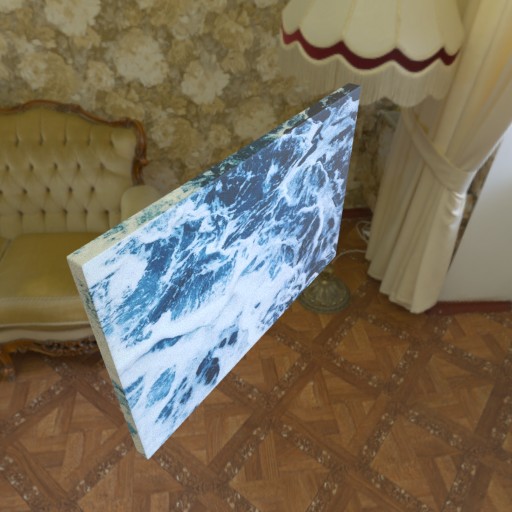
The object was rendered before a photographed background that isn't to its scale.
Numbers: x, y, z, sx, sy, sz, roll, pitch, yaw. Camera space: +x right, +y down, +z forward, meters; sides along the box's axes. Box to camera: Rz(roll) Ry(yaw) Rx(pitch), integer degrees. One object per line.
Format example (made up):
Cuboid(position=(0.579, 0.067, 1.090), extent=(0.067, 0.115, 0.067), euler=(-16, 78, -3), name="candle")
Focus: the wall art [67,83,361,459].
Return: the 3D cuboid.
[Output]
Cuboid(position=(0.000, 0.000, 1.130), extent=(0.042, 0.610, 0.915), euler=(25, 47, 27), name="wall art")
